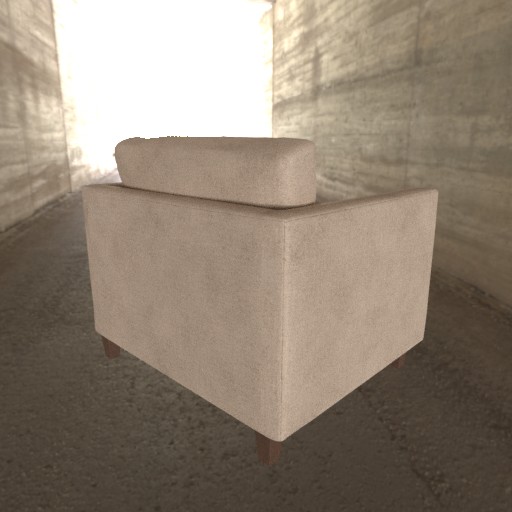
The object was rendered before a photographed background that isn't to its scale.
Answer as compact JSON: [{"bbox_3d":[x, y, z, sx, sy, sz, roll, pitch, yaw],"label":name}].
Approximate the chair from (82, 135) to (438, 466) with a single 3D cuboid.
[{"bbox_3d":[0.000,0.000,1.830,1.133,0.961,0.959,14,20,42],"label":"chair"}]
